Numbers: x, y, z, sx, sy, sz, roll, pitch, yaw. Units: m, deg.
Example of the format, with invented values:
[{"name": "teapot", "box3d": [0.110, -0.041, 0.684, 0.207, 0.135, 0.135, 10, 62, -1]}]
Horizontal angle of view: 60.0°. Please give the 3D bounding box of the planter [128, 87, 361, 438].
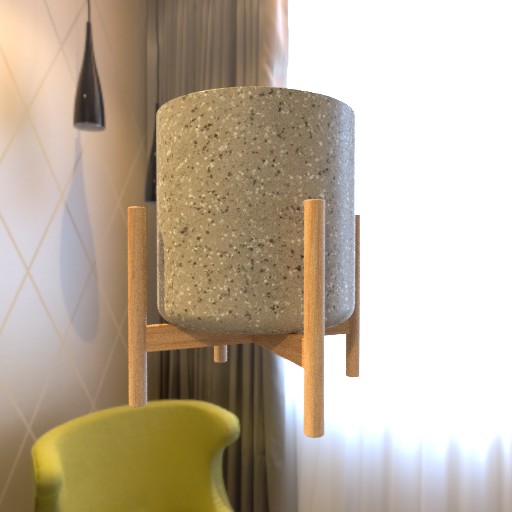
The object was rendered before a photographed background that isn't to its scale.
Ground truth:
[{"name": "planter", "box3d": [0.000, 0.000, 0.695, 0.360, 0.419, 0.360, 0, 1, 0]}]
